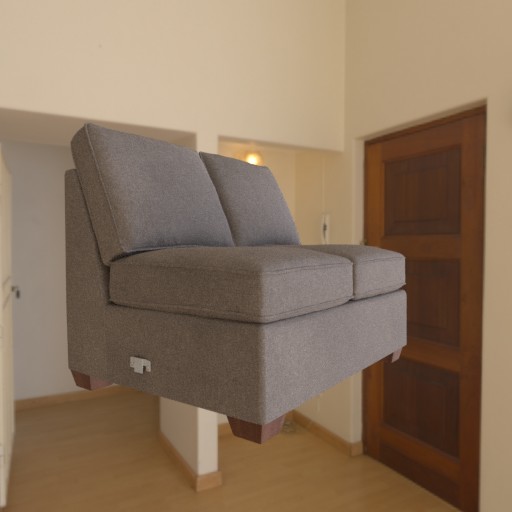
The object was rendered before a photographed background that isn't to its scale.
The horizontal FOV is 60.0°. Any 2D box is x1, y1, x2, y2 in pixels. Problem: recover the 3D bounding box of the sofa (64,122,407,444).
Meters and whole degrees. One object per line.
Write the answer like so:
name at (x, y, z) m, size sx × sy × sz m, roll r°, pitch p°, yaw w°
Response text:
sofa at (0.000, 0.000, 1.927) m, size 0.951 × 1.008 × 1.237 m, roll 1°, pitch 2°, yaw 36°
